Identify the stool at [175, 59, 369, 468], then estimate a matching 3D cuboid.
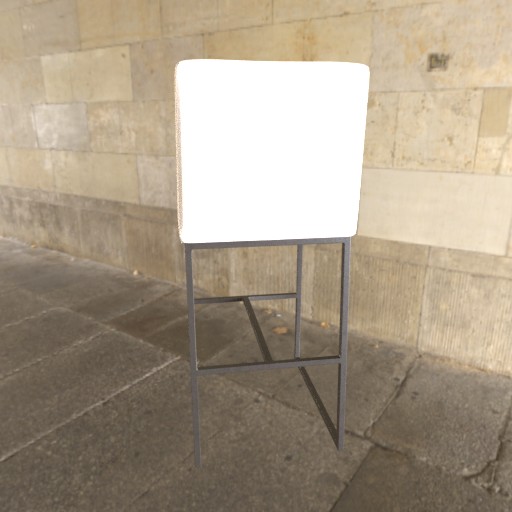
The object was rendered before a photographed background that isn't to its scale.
[{"bbox_3d":[0.000,0.000,1.386,0.464,1.061,0.573,-3,17,-9],"label":"stool"}]
